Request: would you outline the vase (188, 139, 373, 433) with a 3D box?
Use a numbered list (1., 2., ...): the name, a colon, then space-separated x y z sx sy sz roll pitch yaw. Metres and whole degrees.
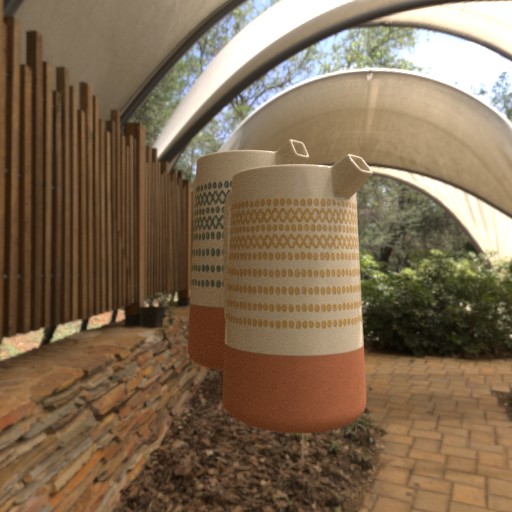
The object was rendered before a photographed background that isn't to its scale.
1. vase: 0.000 0.000 0.459 0.168 0.247 0.326 0 -1 -1
